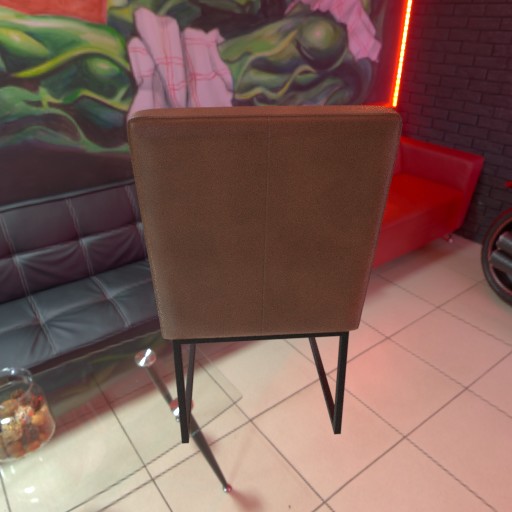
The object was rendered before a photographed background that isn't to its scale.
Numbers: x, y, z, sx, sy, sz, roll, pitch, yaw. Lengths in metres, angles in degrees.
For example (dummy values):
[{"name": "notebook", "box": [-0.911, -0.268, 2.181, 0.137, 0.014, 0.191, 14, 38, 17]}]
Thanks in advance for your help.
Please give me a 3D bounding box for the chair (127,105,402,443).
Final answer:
[{"name": "chair", "box": [0.000, 0.000, 1.281, 0.520, 0.930, 0.634, -2, 29, -4]}]
